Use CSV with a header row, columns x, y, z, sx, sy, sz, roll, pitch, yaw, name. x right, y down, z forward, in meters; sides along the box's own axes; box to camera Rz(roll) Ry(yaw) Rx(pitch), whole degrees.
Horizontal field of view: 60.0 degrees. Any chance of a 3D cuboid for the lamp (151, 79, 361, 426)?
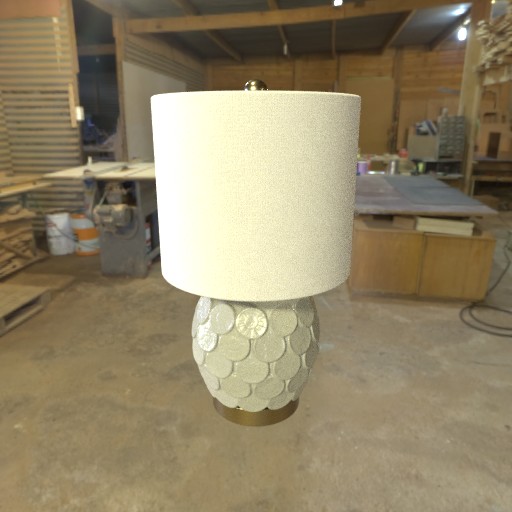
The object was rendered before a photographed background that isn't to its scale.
x,y,z,sx,sy,sz,roll,pitch,yaw,name
0.000,0.000,0.607,0.254,0.452,0.254,0,17,0,lamp
